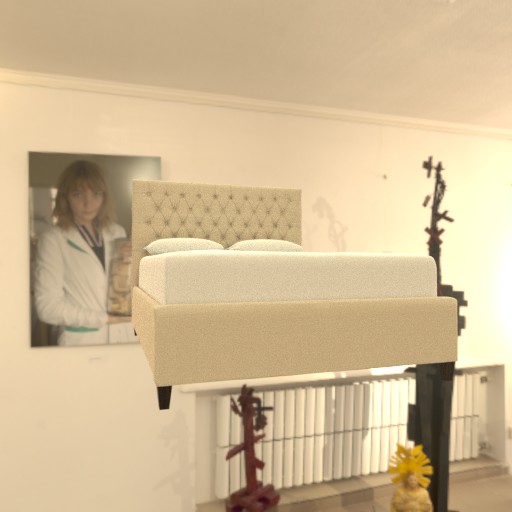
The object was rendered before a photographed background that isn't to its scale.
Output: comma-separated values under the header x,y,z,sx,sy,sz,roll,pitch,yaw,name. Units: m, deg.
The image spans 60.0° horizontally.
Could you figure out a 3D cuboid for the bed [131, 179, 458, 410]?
x,y,z,sx,sy,sz,roll,pitch,yaw,name
0.000,0.000,3.289,1.696,1.426,2.233,0,-1,-18,bed
